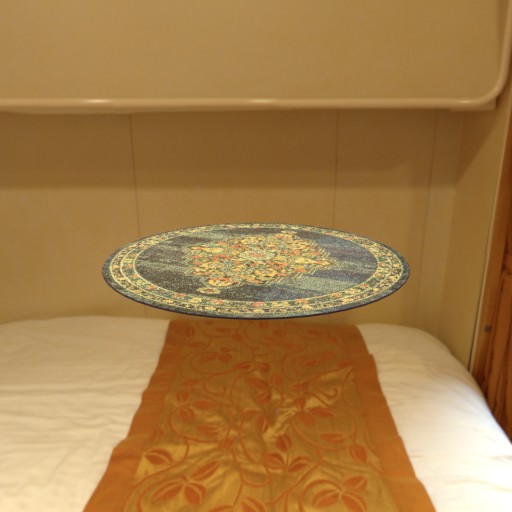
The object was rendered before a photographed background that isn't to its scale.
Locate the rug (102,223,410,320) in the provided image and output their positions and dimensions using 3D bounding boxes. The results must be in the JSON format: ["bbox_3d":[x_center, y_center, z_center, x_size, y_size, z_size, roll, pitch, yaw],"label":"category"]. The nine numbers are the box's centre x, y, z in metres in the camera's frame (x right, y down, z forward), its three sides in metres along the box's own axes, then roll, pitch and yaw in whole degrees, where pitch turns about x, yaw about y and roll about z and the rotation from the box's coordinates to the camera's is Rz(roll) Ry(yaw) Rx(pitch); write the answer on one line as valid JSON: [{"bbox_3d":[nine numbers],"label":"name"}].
[{"bbox_3d":[0.000,0.000,3.617,2.386,0.014,2.386,0,17,0],"label":"rug"}]
